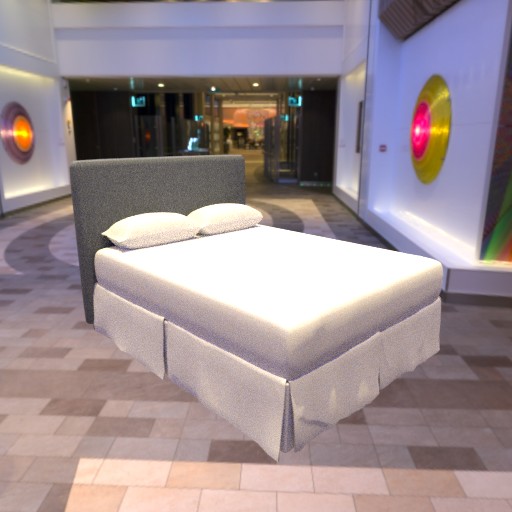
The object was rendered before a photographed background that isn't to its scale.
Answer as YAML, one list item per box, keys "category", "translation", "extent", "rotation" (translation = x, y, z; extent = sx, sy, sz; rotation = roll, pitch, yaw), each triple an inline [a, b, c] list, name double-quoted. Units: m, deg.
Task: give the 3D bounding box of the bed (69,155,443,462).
- category: "bed"
  translation: [0.000, 0.000, 3.172]
  extent: [1.723, 1.330, 2.142]
  rotation: [-14, 21, -42]
